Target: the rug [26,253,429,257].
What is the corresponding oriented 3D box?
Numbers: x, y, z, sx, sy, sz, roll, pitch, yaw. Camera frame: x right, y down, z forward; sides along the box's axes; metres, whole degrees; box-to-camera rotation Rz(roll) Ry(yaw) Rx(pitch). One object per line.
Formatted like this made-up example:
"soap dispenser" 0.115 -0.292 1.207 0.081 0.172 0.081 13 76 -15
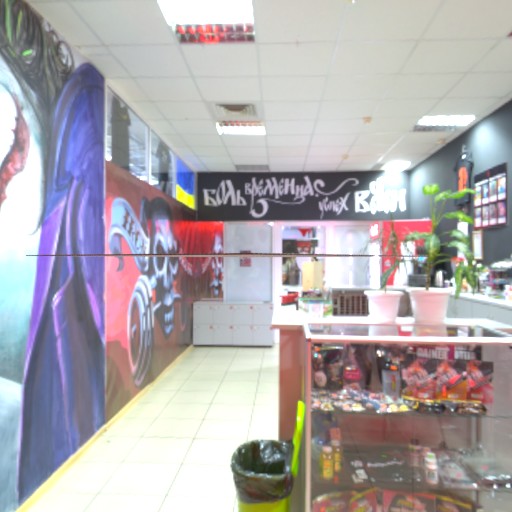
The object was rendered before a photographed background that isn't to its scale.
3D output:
"rug" 0.000 0.000 5.206 2.894 0.011 3.957 0 0 36
